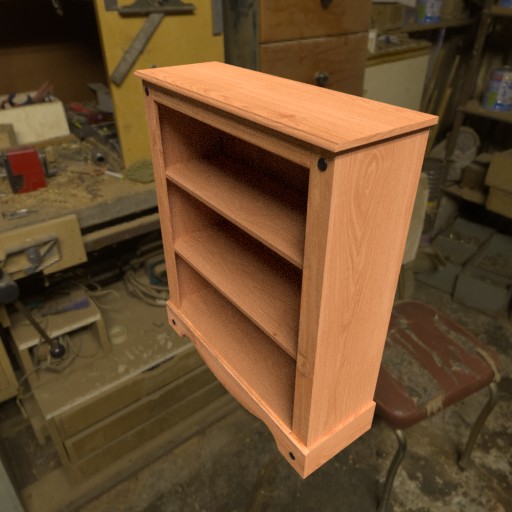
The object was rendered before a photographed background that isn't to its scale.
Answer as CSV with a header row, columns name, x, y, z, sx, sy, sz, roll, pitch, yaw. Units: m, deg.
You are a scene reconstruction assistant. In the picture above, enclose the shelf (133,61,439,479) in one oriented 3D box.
name,x,y,z,sx,sy,sz,roll,pitch,yaw
shelf,0.000,0.000,1.363,0.291,0.980,0.840,-22,38,-30
